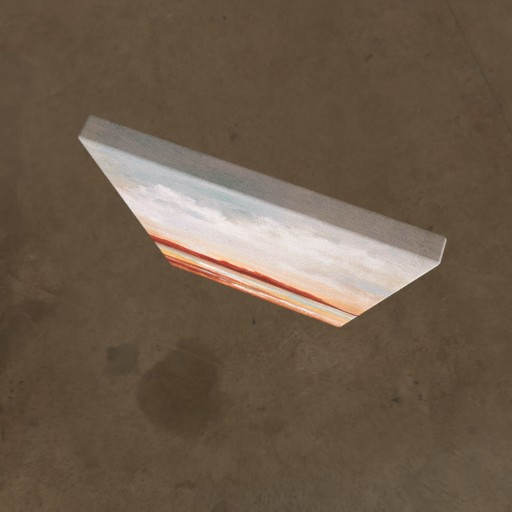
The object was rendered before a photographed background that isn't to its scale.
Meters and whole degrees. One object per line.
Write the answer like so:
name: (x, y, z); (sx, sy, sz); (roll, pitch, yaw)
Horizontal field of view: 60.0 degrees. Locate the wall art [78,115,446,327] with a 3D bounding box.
wall art: (0.000, 0.000, 0.800); (0.443, 0.605, 0.035); (20, 75, 5)
